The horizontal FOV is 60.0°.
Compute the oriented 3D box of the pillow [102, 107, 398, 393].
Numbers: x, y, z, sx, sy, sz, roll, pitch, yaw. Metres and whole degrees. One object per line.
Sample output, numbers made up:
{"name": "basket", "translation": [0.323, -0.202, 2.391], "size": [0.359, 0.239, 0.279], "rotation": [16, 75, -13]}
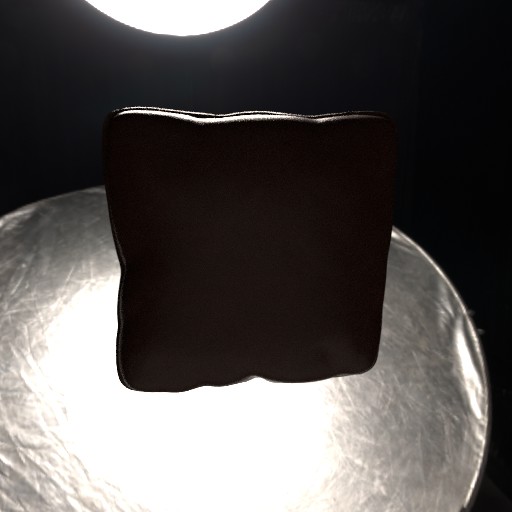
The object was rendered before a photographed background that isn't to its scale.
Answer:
{"name": "pillow", "translation": [0.000, 0.000, 0.831], "size": [0.532, 0.523, 0.236], "rotation": [-2, 13, -10]}
